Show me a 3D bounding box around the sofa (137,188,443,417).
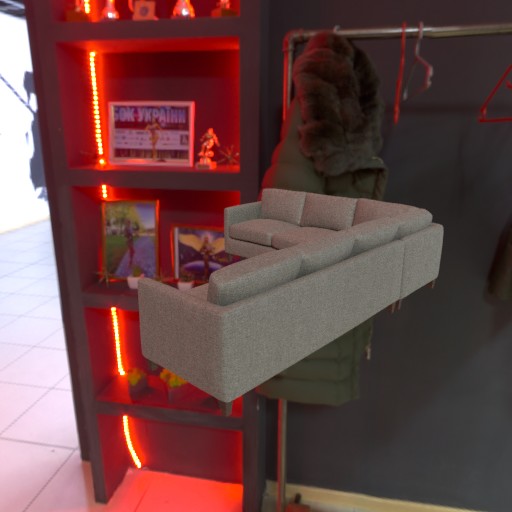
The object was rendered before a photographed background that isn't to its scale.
[{"bbox_3d":[0.000,0.000,4.570,2.593,0.947,3.302,15,22,41],"label":"sofa"}]
